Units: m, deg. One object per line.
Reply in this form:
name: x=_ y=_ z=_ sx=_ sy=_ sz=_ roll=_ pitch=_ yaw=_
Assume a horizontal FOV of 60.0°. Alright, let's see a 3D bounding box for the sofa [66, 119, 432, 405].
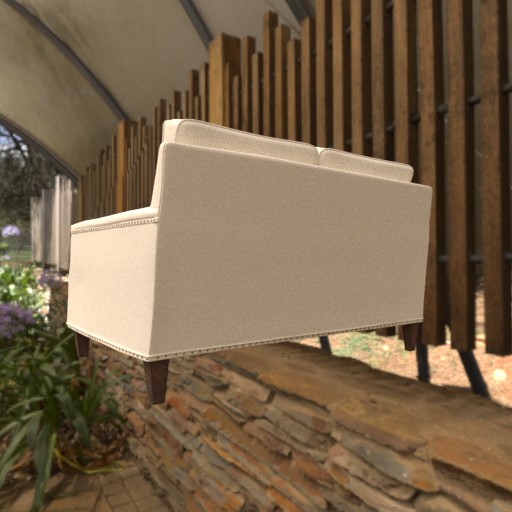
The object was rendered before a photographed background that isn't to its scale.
sofa: x=0.000 y=0.000 z=2.262 sx=1.597 sy=1.003 sz=1.084 roll=0 pitch=0 yaw=-37
